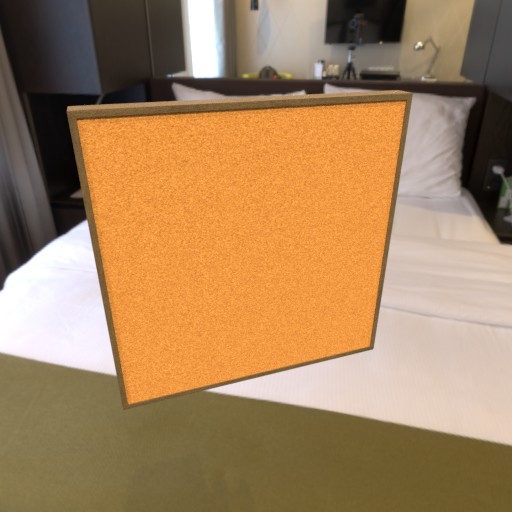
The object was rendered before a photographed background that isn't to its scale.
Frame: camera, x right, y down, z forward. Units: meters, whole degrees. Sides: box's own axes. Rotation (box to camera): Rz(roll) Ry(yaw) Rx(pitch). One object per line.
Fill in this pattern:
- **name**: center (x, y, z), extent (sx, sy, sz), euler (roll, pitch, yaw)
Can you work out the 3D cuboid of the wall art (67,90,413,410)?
- **wall art**: center (0.000, 0.000, 0.753), extent (0.507, 0.507, 0.037), euler (-9, 29, -17)
